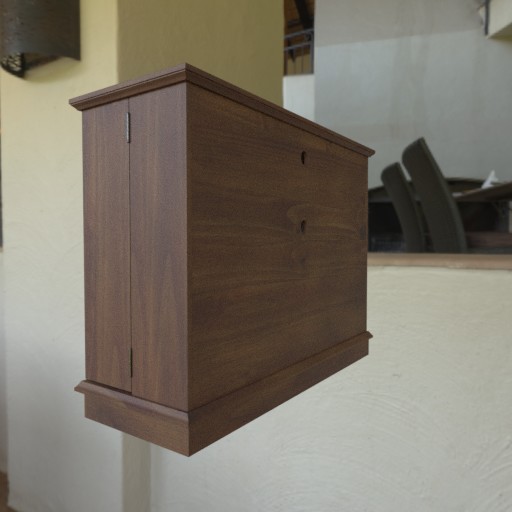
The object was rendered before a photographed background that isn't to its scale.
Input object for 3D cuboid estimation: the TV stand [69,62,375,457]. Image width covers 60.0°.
[{"bbox_3d":[0.000,0.000,1.452,0.406,0.813,1.067,1,2,35],"label":"TV stand"}]
